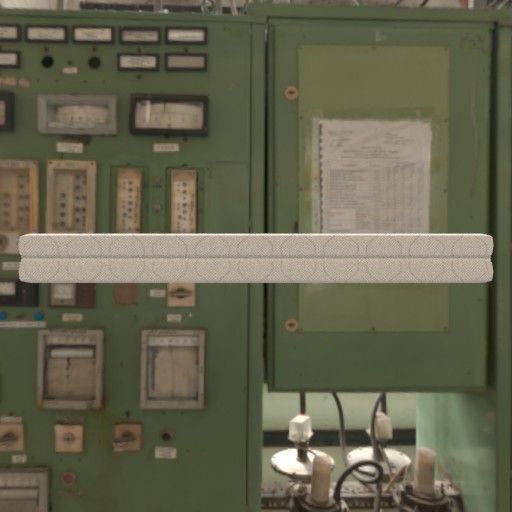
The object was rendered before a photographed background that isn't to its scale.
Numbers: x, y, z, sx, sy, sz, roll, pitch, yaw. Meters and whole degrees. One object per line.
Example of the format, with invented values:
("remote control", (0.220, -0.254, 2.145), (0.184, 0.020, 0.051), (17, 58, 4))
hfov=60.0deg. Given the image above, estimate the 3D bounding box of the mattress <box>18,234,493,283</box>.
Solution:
("mattress", (0.000, 0.000, 2.466), (1.900, 0.200, 1.400), (0, 1, 0))
